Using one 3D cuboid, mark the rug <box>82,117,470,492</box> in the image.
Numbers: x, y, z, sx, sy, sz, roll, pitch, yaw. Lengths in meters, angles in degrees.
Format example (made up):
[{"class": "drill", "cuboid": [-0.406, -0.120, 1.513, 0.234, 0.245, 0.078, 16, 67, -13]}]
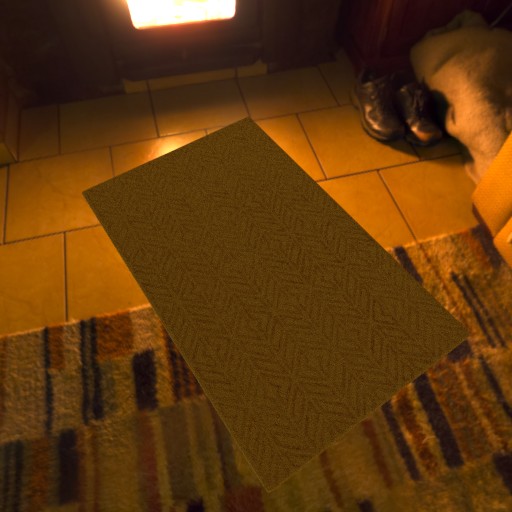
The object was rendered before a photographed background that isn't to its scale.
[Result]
[{"class": "rug", "cuboid": [0.000, 0.000, 3.021, 1.523, 0.008, 2.438, -30, 62, -18]}]
